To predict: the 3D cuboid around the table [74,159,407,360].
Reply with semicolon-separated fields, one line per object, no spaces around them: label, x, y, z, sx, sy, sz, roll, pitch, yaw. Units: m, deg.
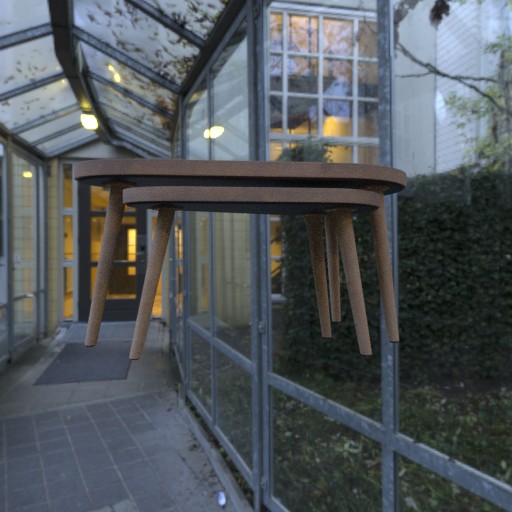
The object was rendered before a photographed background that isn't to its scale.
table;0.000;0.000;1.540;1.190;0.595;0.701;0;1;-16
